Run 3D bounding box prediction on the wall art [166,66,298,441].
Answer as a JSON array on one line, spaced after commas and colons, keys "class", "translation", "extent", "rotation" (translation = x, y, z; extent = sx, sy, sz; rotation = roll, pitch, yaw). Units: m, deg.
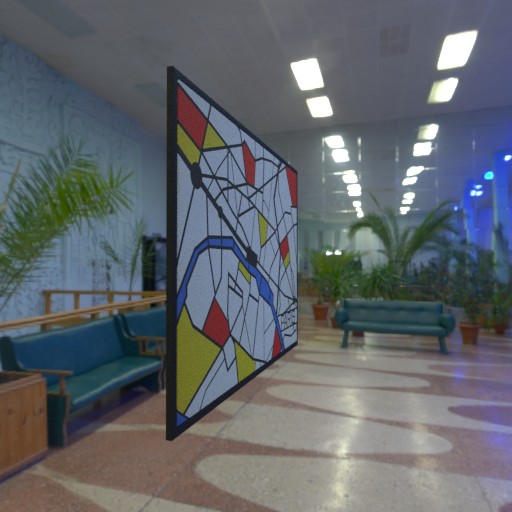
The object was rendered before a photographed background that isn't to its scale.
[{"class": "wall art", "translation": [0.000, 0.000, 1.243], "extent": [0.013, 0.665, 0.963], "rotation": [0, -1, 19]}]
